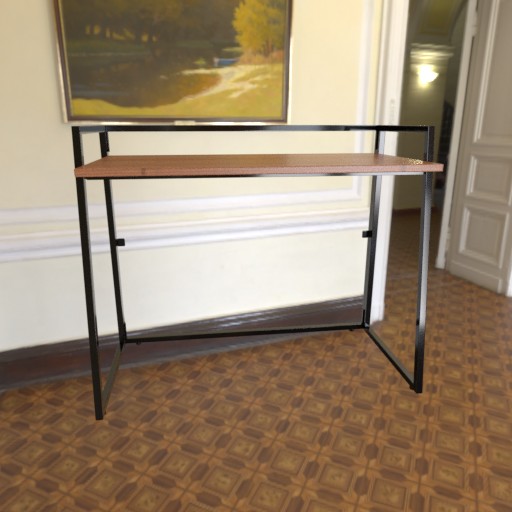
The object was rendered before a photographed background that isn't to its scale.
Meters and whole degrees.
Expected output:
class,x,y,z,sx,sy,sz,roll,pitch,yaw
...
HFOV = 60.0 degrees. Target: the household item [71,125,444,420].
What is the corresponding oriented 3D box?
class,x,y,z,sx,sy,sz,roll,pitch,yaw
household item,0.000,0.000,1.523,1.050,0.860,0.510,-2,17,-7
